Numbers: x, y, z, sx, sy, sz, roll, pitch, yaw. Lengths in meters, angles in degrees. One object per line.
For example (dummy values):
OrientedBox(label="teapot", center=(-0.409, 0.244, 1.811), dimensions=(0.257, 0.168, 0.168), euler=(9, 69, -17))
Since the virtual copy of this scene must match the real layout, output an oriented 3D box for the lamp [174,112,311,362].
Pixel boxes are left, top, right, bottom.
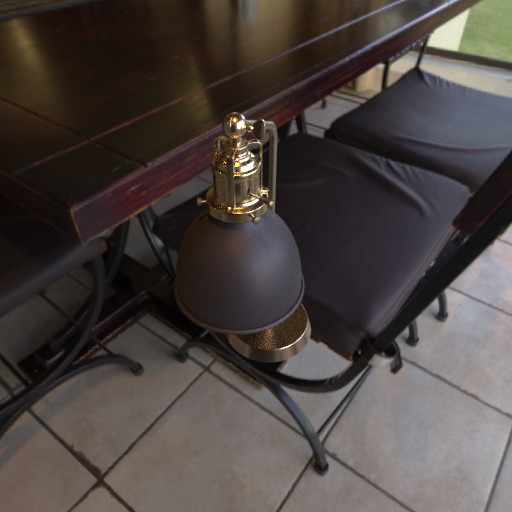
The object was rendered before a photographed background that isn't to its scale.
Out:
OrientedBox(label="lamp", center=(0.000, 0.000, 0.599), dimensions=(0.160, 0.456, 0.291), euler=(12, 43, 13))
